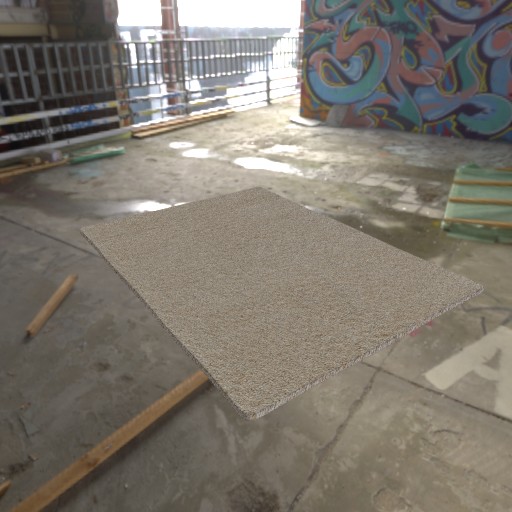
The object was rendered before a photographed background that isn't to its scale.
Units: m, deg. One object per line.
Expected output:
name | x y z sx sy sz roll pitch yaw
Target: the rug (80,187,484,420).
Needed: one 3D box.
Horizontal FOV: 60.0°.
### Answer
rug | 0.000 0.000 2.109 1.200 0.027 1.600 -18 32 -31
